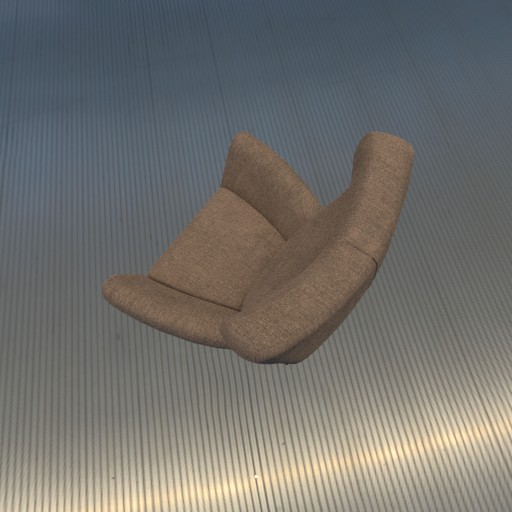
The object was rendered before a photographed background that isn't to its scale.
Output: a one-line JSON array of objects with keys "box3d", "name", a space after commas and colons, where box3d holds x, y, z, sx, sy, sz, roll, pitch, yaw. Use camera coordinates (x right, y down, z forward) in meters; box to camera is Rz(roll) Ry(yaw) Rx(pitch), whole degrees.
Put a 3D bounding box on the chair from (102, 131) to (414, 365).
[{"box3d": [0.000, 0.000, 1.818, 0.900, 1.040, 0.980, 31, 68, 14], "name": "chair"}]
